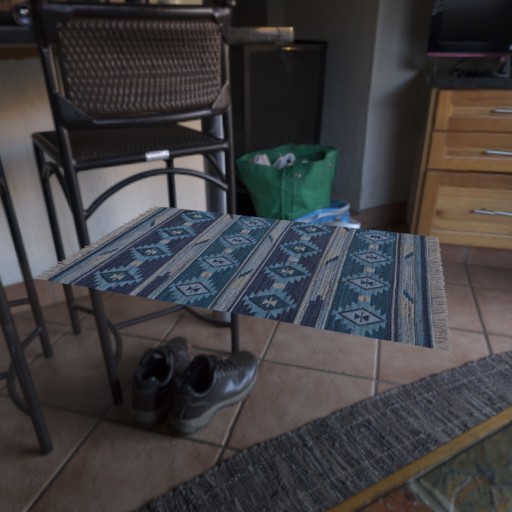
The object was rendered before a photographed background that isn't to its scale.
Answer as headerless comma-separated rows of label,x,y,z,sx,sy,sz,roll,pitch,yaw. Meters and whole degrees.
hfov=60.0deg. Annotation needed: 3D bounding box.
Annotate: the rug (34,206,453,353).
rug,0.000,0.000,2.423,1.936,0.028,1.181,8,26,16
